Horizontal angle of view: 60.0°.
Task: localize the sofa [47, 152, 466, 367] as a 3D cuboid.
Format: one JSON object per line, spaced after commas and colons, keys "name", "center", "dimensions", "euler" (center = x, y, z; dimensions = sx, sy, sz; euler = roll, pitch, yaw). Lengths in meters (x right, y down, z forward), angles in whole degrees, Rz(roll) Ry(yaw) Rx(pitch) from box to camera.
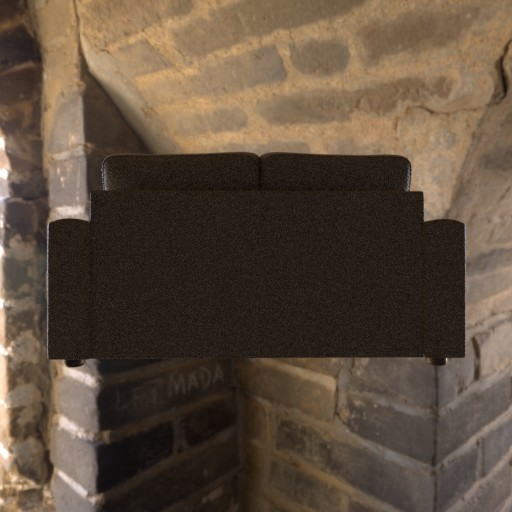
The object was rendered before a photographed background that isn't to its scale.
{"name": "sofa", "center": [0.000, 0.000, 2.201], "dimensions": [1.616, 0.873, 1.016], "euler": [0, 0, -1]}
